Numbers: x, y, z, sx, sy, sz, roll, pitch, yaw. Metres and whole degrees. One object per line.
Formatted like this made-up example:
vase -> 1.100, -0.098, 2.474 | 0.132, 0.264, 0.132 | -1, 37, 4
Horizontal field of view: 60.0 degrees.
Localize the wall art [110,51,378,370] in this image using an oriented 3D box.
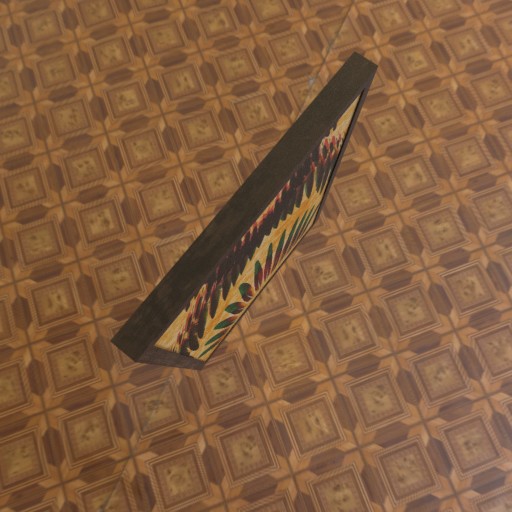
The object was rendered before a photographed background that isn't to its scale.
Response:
wall art -> 0.000, 0.000, 0.563 | 0.027, 0.406, 0.329 | 37, 78, 9
